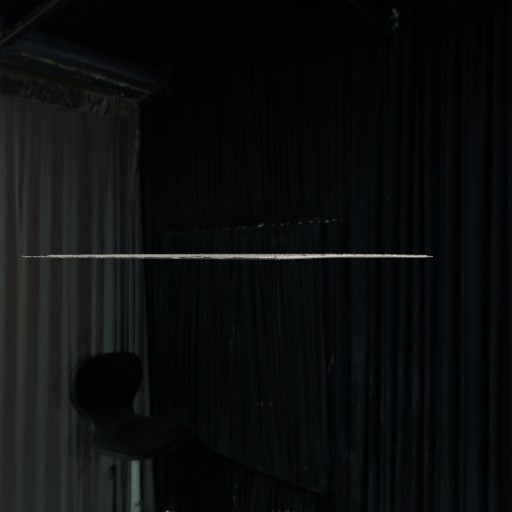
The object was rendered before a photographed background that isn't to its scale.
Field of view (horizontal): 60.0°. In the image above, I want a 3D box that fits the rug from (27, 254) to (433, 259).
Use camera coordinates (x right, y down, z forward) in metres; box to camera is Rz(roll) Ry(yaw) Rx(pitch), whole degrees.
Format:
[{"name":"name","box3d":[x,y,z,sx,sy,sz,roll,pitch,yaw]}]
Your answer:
[{"name":"rug","box3d":[0.000,0.000,4.204,2.388,0.030,3.213,0,0,37]}]
